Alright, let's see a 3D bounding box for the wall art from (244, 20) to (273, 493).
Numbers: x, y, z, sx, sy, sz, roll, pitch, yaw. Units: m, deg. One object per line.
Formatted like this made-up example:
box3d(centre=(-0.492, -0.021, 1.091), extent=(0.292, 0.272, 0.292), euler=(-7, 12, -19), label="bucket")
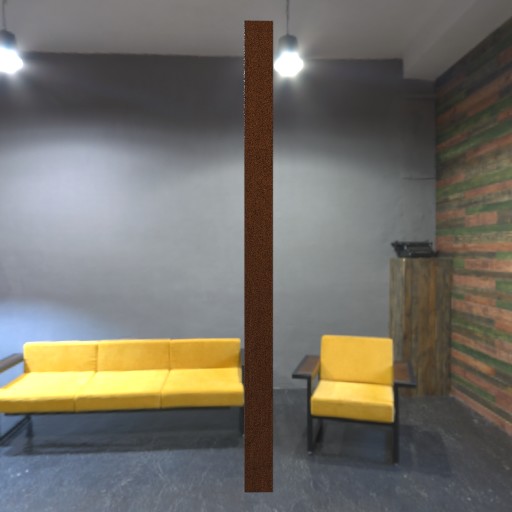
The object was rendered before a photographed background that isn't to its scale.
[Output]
box3d(centre=(0.000, 0.000, 0.657), extent=(0.032, 0.510, 0.358), euler=(0, 1, -1), label="wall art")
